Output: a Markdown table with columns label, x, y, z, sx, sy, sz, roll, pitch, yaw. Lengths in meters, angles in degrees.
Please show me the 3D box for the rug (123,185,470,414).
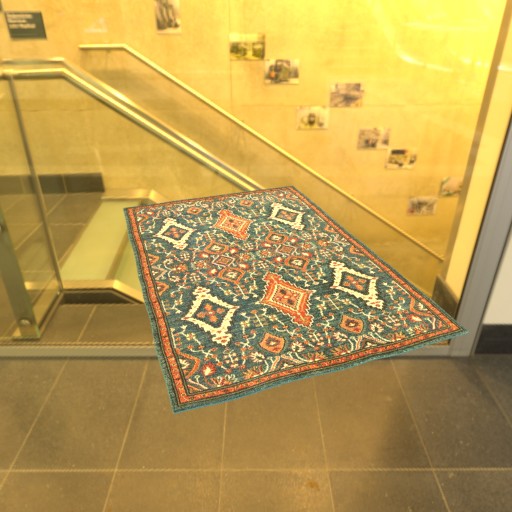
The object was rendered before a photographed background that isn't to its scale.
| label | x | y | z | sx | sy | sz | roll | pitch | yaw |
| --- | --- | --- | --- | --- | --- | --- | --- | --- | --- |
| rug | 0.000 | 0.000 | 3.109 | 1.622 | 0.009 | 2.373 | -10 | 31 | -17 |
